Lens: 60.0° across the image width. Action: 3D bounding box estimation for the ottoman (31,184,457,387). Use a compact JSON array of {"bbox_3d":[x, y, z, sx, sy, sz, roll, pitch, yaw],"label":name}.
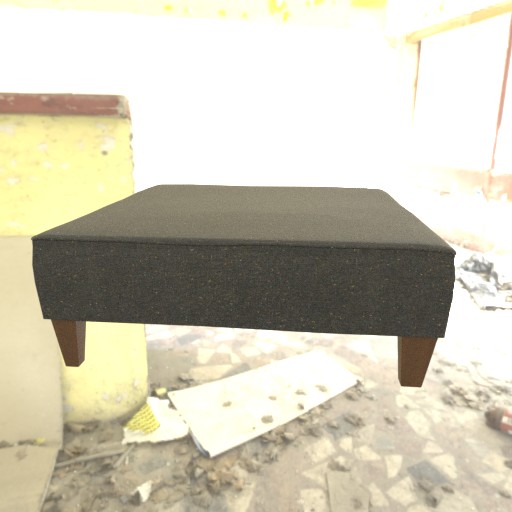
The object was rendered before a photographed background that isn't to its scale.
[{"bbox_3d":[0.000,0.000,1.517,1.004,0.382,0.968,2,17,6],"label":"ottoman"}]
